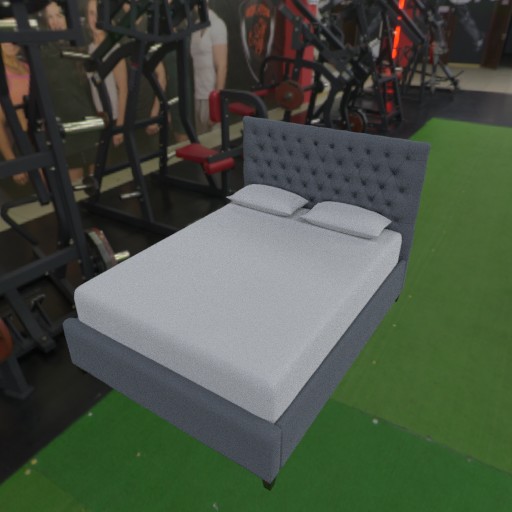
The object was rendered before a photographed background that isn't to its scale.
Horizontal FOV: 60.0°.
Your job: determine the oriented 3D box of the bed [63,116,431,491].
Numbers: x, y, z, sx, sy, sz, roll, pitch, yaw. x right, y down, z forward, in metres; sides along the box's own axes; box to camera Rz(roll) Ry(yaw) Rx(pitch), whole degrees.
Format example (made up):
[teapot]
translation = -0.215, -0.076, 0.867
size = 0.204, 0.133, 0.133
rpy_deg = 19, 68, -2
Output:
[bed]
translation = 0.000, 0.000, 3.247
size = 1.698, 1.427, 2.231
rpy_deg = 18, 34, 29
